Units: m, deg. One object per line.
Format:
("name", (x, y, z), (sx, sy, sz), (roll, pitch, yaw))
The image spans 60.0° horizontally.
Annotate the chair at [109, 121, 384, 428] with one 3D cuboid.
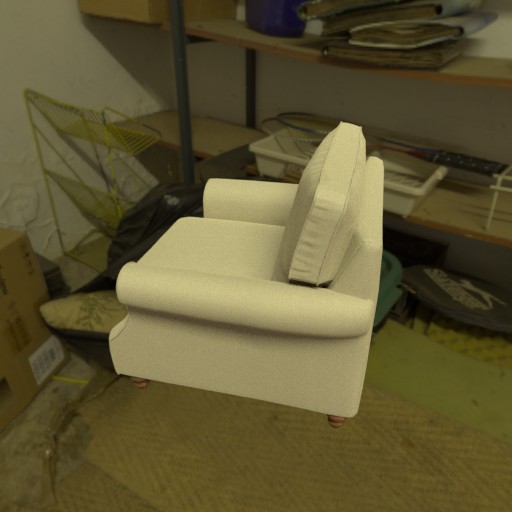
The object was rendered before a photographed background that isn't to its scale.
("chair", (0.000, 0.000, 1.842), (0.966, 0.967, 1.029), (7, 31, 12))
